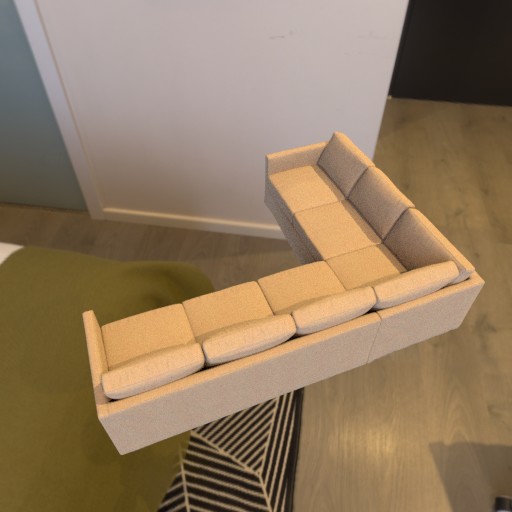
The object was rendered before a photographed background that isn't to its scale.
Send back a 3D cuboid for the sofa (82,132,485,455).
[{"bbox_3d":[0.000,0.000,4.236,3.182,0.871,2.432,-16,48,-15],"label":"sofa"}]
